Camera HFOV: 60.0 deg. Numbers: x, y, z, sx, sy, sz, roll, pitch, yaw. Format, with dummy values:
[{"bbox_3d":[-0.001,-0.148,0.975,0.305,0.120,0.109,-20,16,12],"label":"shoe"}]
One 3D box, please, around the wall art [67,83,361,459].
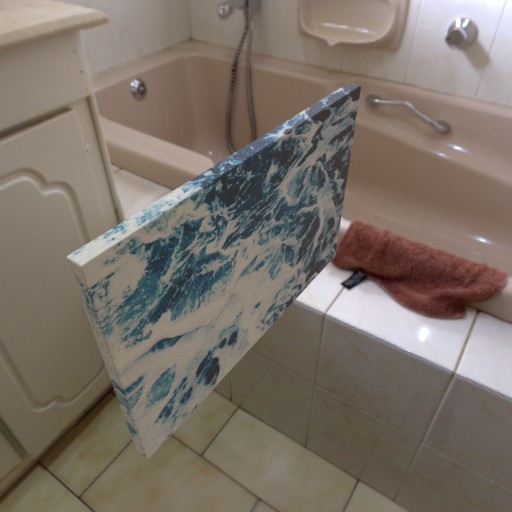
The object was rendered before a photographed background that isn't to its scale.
[{"bbox_3d":[0.000,0.000,1.130,0.042,0.610,0.915,25,47,27],"label":"wall art"}]
